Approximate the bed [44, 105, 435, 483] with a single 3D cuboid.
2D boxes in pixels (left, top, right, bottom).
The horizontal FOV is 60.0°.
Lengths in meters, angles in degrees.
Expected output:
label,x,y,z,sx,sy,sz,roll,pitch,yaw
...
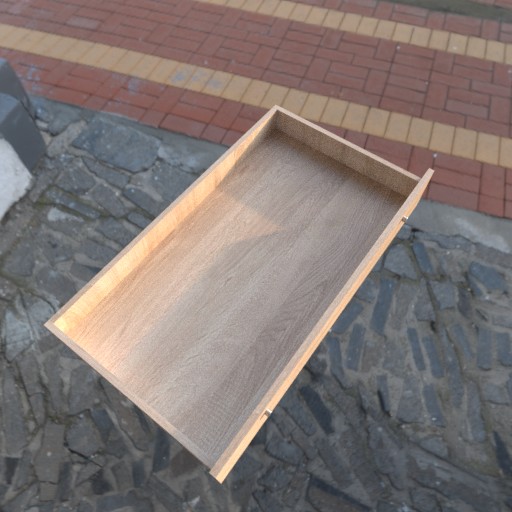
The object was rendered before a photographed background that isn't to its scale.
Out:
label,x,y,z,sx,sy,sz,roll,pitch,yaw
bed,0.000,0.000,1.492,0.685,0.209,1.200,33,65,18
